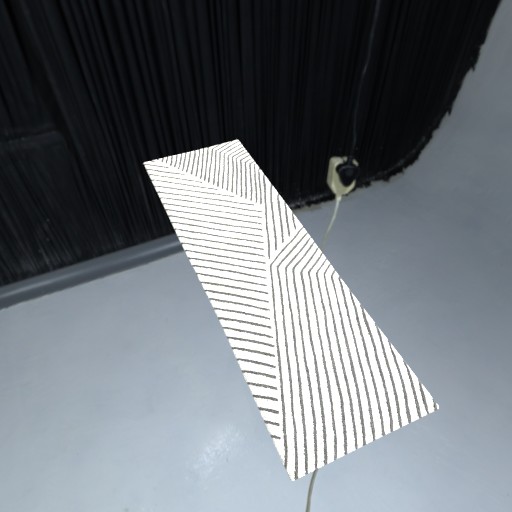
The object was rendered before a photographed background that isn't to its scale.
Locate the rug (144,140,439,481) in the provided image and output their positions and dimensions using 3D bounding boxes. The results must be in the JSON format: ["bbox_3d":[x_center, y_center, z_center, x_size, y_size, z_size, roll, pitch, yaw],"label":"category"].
[{"bbox_3d":[0.000,0.000,2.693,0.773,0.020,2.439,-18,50,-16],"label":"rug"}]
